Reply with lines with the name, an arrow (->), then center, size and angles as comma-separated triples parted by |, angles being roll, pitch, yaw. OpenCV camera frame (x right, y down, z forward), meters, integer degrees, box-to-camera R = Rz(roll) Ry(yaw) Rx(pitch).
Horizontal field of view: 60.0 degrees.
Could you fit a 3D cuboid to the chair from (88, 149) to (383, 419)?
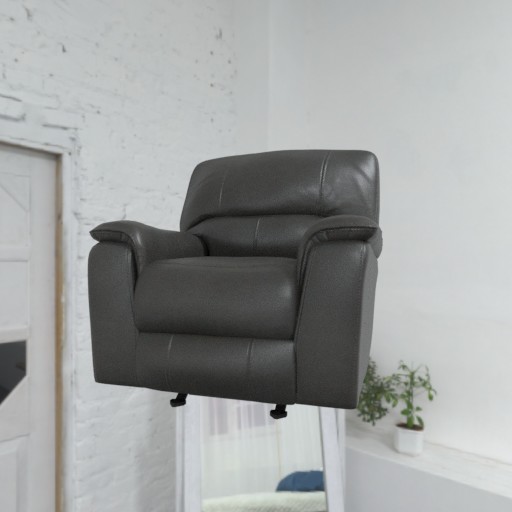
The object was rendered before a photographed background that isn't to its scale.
chair -> 0.000, 0.000, 1.971 | 1.096, 1.109, 1.087 | 0, 0, 18
